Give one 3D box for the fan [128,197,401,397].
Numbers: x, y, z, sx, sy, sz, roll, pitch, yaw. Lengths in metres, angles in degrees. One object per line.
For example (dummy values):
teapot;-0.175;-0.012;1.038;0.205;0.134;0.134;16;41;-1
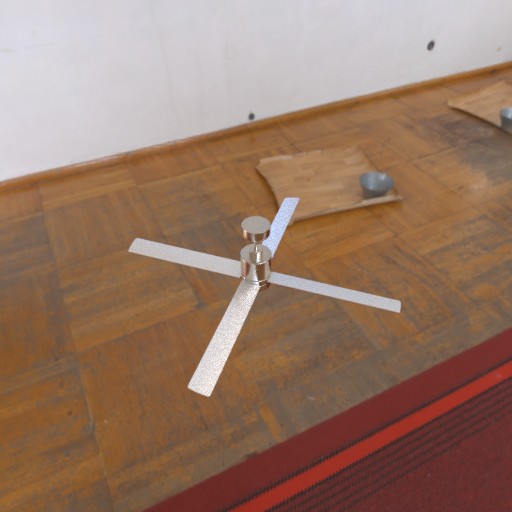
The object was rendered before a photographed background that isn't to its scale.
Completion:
fan;0.000;0.000;2.002;1.322;0.355;1.322;13;43;14
